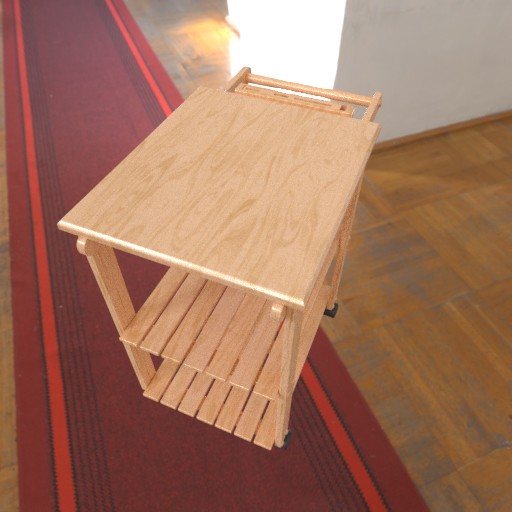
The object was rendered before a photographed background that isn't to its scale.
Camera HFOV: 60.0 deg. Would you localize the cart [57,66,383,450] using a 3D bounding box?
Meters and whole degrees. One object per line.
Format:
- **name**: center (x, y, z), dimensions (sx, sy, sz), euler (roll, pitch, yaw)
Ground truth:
- **cart**: center (0.000, 0.000, 1.358), dimensions (0.520, 0.816, 0.843), euler (17, 50, 15)
